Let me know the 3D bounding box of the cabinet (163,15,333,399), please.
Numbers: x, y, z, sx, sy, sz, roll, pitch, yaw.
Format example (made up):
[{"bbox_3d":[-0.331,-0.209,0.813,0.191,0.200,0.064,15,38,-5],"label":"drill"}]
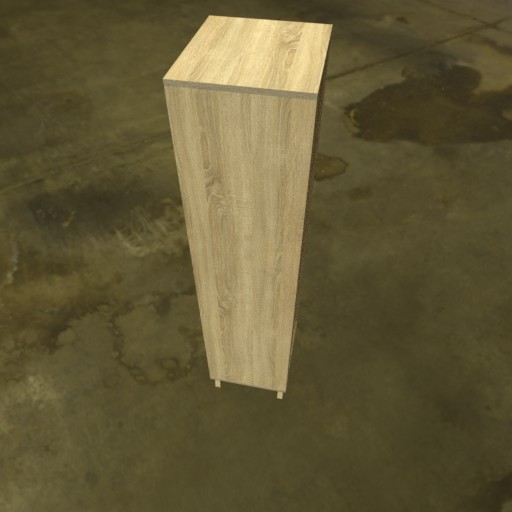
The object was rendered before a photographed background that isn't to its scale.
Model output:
[{"bbox_3d":[0.000,0.000,2.144,0.450,1.960,0.510,8,48,8],"label":"cabinet"}]
